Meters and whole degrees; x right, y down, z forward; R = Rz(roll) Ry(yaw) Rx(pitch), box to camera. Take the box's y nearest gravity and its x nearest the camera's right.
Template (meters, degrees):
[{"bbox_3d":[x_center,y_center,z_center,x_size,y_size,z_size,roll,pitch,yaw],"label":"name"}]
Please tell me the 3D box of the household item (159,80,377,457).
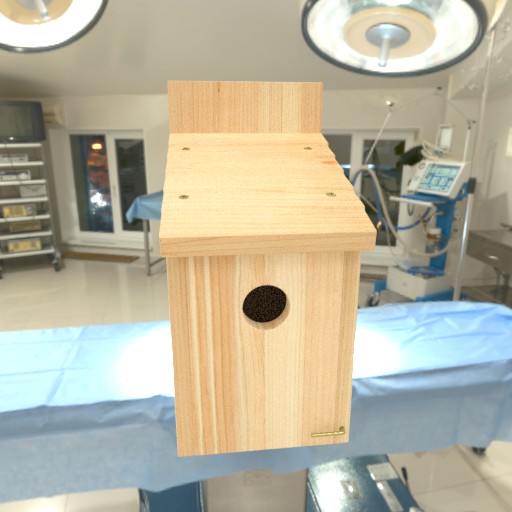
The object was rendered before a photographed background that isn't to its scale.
[{"bbox_3d":[0.000,0.000,0.390,0.149,0.300,0.171,-2,16,-7],"label":"household item"}]
